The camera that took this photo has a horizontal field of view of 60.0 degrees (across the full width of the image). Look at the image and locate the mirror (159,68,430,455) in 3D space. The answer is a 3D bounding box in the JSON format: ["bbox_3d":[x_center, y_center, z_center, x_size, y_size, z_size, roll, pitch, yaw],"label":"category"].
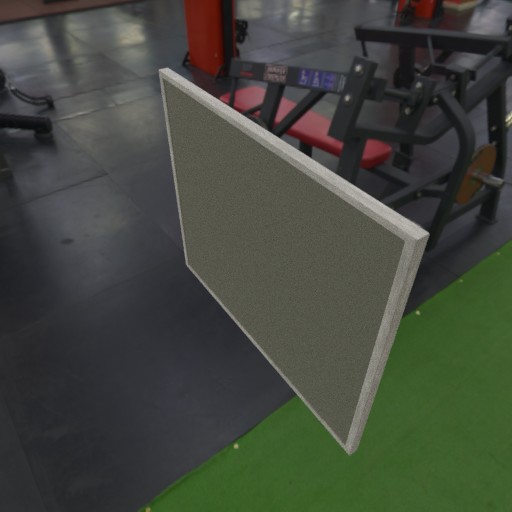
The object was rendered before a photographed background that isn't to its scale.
[{"bbox_3d":[0.000,0.000,1.119,0.028,0.689,0.839,-25,47,-25],"label":"mirror"}]
